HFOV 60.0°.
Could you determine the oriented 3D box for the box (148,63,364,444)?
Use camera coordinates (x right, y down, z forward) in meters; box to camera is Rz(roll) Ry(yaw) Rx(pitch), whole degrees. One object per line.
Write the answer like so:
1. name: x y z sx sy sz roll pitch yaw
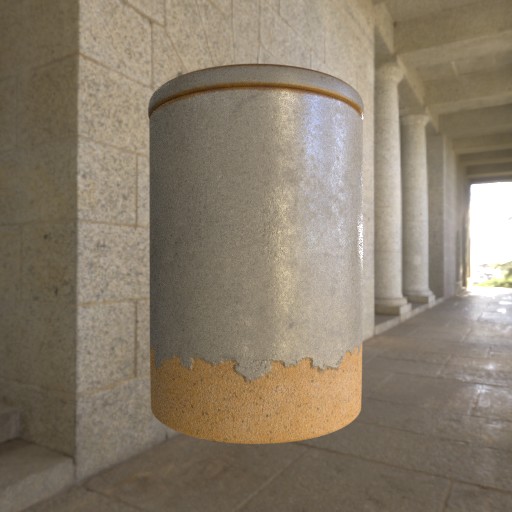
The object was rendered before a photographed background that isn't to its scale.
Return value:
1. box: 0.000 0.000 0.248 0.118 0.168 0.118 0 -1 0
